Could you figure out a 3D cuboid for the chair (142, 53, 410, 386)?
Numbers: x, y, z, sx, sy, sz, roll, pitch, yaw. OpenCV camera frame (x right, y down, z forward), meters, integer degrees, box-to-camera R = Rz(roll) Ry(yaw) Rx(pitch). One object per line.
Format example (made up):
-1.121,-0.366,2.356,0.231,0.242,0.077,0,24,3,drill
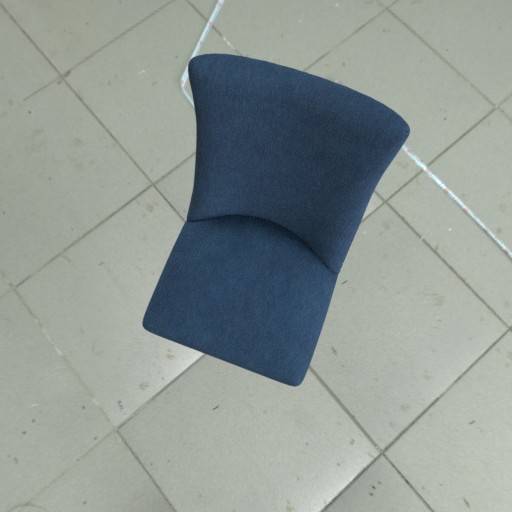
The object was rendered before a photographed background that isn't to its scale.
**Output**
0.000,0.000,1.268,0.495,0.902,0.610,20,77,5,chair
